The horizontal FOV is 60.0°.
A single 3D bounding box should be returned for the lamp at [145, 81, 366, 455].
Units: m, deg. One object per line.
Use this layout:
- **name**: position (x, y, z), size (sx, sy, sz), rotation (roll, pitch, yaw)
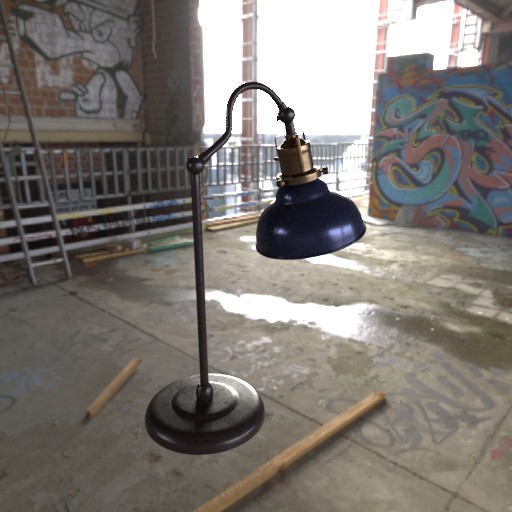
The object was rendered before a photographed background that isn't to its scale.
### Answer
- **lamp**: position (0.000, 0.000, 0.691), size (0.374, 0.508, 0.192), rotation (-8, 17, -26)
